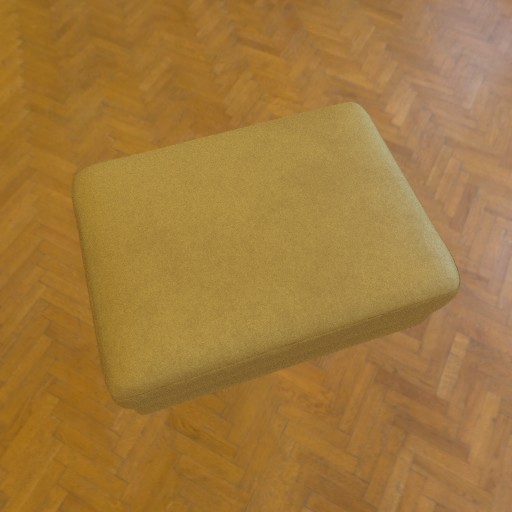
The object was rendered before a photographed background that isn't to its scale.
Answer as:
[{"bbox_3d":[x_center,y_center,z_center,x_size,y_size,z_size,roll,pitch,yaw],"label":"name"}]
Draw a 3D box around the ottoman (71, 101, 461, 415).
[{"bbox_3d":[0.000,0.000,1.172,0.811,0.449,0.608,-16,64,-8],"label":"ottoman"}]
